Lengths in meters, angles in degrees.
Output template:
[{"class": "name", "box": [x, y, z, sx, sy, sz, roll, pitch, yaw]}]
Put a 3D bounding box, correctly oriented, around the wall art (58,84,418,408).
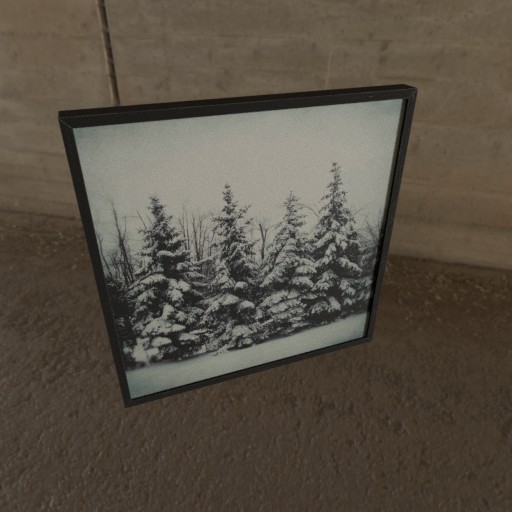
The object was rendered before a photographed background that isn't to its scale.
[{"class": "wall art", "box": [0.000, 0.000, 0.738, 0.506, 0.506, 0.036, -11, 33, -17]}]
